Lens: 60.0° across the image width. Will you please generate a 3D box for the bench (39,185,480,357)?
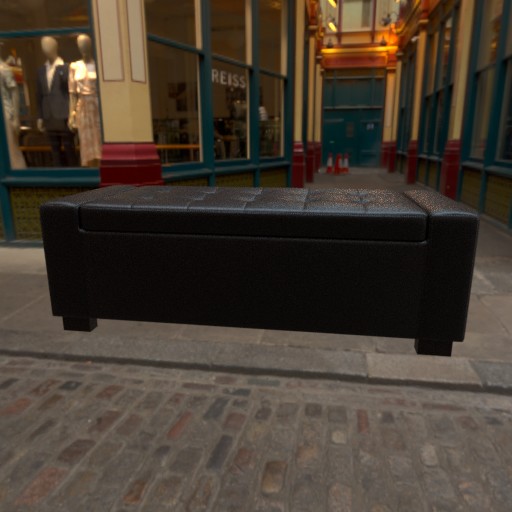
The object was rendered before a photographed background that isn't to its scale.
[{"bbox_3d":[0.000,0.000,1.564,1.296,0.445,0.508,2,15,8],"label":"bench"}]
